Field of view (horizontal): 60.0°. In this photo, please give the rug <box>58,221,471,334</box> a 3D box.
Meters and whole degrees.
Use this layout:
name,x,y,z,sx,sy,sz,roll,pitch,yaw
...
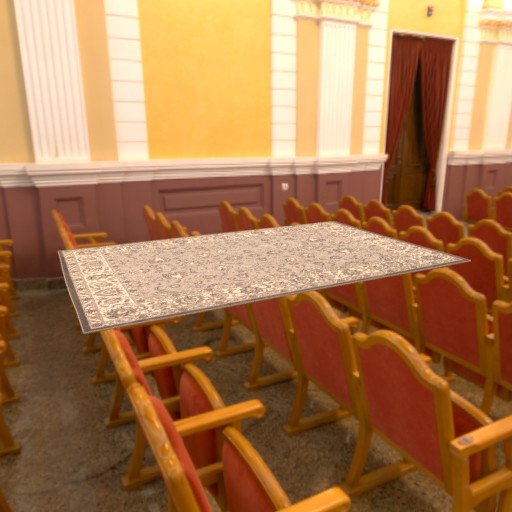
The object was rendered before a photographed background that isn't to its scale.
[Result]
name,x,y,z,sx,sy,sz,roll,pitch,yaw
rug,0.000,0.000,3.060,2.438,0.011,1.524,-8,17,-26
